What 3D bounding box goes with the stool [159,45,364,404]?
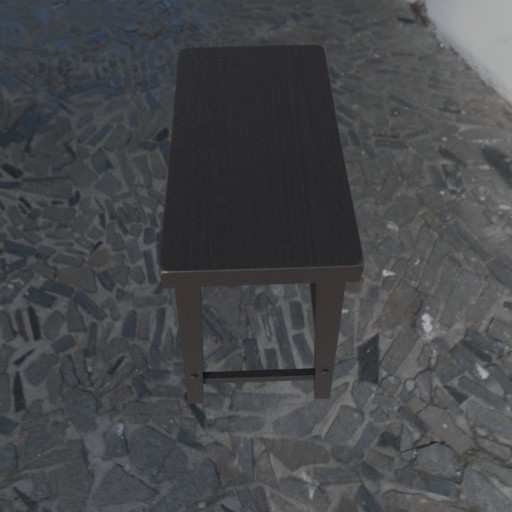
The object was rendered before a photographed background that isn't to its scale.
[{"bbox_3d":[0.000,0.000,0.853,0.322,0.610,0.406,-2,59,-1],"label":"stool"}]
